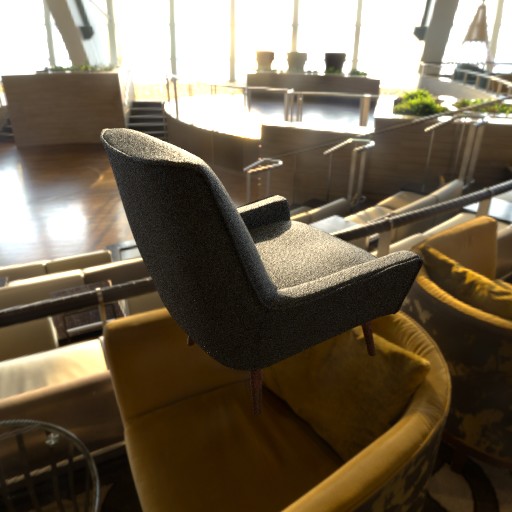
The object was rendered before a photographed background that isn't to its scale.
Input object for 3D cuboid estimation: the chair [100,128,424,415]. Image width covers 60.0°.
[{"bbox_3d":[0.000,0.000,1.515,0.859,0.883,0.763,-19,33,-32],"label":"chair"}]
